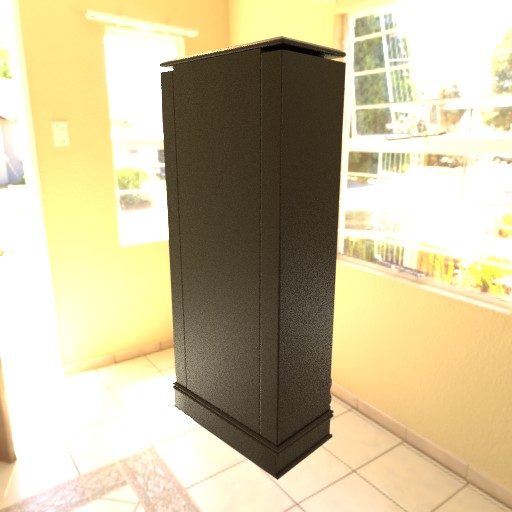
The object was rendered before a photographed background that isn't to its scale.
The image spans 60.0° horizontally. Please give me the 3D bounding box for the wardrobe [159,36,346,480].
[{"bbox_3d":[0.000,0.000,1.221,0.444,1.011,0.295,14,20,43],"label":"wardrobe"}]
